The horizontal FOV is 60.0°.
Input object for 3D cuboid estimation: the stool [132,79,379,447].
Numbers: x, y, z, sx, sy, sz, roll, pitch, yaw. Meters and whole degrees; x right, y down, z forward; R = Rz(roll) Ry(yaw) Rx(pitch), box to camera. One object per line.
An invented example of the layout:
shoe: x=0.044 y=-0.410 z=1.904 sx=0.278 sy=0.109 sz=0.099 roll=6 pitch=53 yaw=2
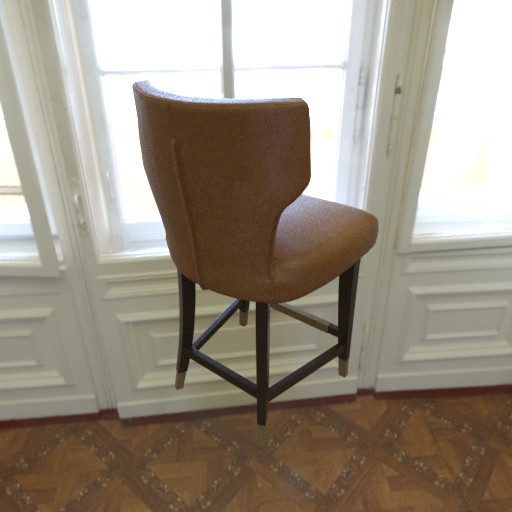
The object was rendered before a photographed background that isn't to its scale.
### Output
stool: x=0.000 y=0.000 z=1.316 sx=0.526 sy=0.982 sz=0.563 roll=21 pitch=35 yaw=33
